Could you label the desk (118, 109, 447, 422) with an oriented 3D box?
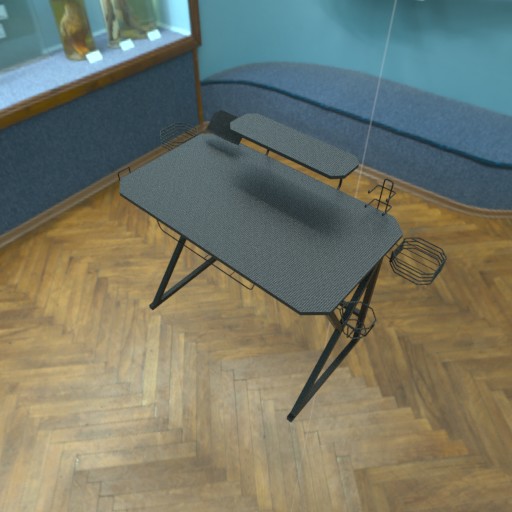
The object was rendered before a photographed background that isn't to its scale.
[{"bbox_3d":[0.000,0.000,1.810,1.290,0.880,0.580,32,54,27],"label":"desk"}]
